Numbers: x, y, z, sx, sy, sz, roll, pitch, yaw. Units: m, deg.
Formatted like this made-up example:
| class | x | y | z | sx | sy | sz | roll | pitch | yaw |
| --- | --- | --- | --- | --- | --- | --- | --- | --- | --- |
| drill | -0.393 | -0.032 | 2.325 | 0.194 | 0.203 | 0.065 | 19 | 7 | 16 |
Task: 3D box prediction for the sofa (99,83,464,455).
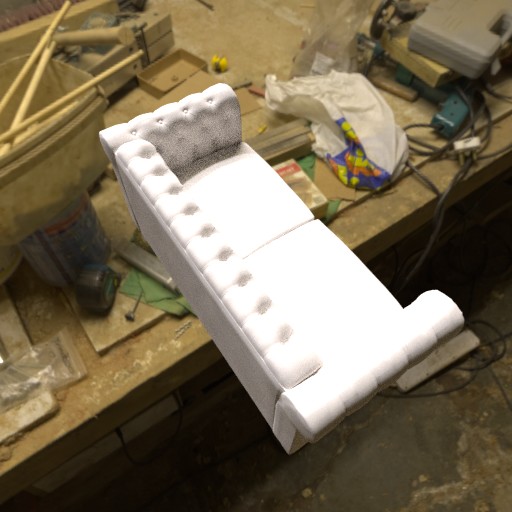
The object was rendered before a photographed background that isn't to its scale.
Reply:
| class | x | y | z | sx | sy | sz | roll | pitch | yaw |
| --- | --- | --- | --- | --- | --- | --- | --- | --- | --- |
| sofa | 0.000 | 0.000 | 2.266 | 0.771 | 0.796 | 1.798 | -29 | 61 | -18 |
